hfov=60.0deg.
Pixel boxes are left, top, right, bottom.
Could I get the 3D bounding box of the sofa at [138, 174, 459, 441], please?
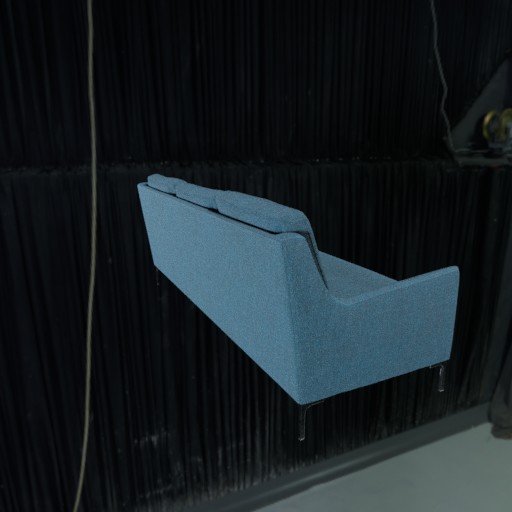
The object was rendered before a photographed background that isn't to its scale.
[{"bbox_3d":[0.000,0.000,2.506,0.849,0.837,2.060,-7,16,-26],"label":"sofa"}]
